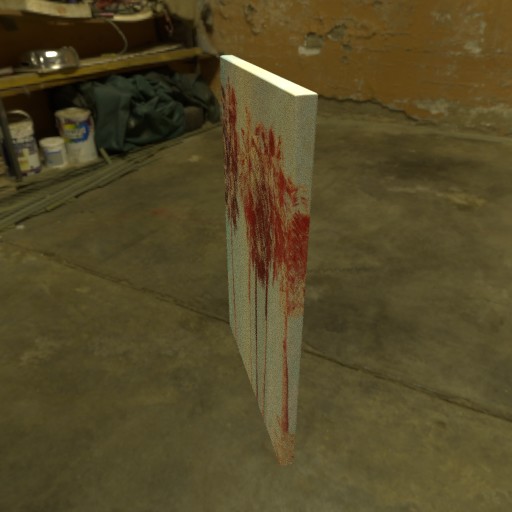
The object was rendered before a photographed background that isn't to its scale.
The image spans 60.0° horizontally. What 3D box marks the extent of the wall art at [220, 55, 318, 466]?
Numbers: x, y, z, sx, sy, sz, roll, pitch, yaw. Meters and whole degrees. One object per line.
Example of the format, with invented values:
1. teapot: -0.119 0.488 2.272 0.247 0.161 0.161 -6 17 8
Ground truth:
1. wall art: 0.000 0.000 1.170 0.037 0.915 0.605 -8 31 -13
